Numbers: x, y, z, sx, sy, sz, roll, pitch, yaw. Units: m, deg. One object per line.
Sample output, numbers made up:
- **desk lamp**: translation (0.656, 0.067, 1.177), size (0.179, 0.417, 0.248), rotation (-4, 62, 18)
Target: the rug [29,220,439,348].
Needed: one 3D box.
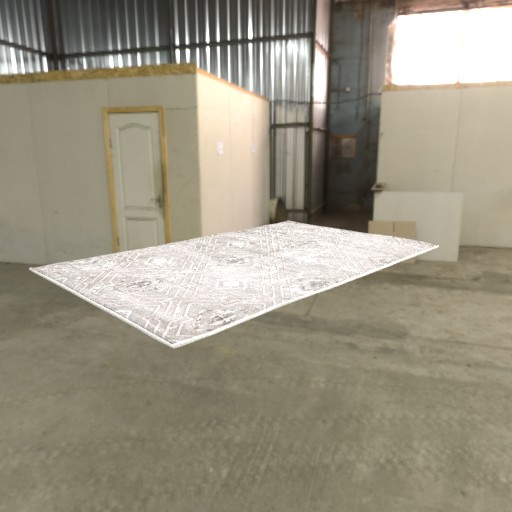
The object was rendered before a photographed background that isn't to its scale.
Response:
- **rug**: translation (0.000, 0.000, 3.056), size (1.537, 0.036, 2.447), rotation (14, 20, 43)
